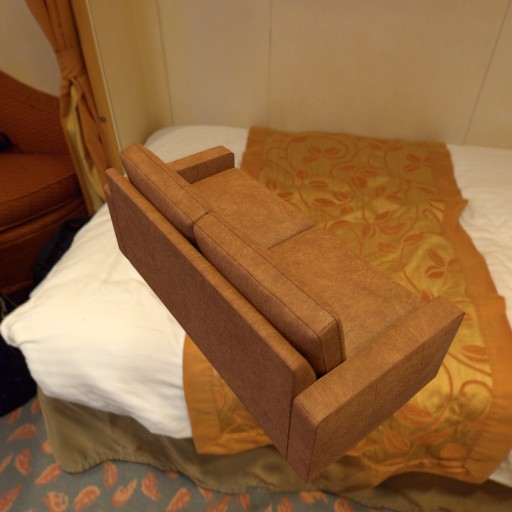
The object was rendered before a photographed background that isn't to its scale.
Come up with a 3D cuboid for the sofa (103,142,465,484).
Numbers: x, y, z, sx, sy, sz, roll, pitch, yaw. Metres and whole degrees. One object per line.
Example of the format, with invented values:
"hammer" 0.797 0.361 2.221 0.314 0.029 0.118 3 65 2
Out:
"sofa" 0.000 0.000 2.621 0.991 0.928 2.156 -26 48 -27
